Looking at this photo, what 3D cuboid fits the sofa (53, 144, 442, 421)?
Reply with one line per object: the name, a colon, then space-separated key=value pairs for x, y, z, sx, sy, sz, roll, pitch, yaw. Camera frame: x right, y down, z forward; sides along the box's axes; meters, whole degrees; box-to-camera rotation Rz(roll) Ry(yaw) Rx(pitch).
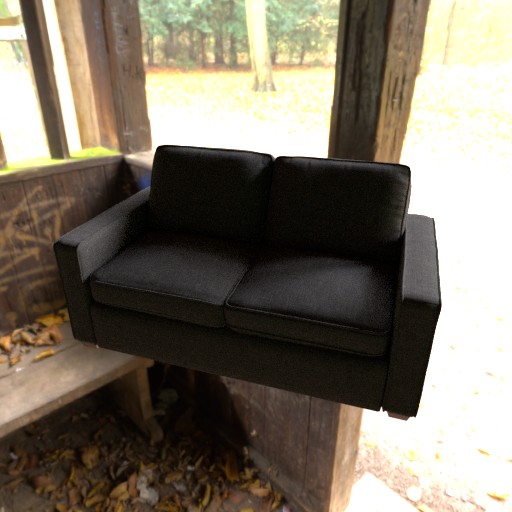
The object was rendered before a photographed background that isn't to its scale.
sofa: x=0.000 y=0.000 z=2.254 sx=1.709 sy=0.918 sz=0.947 roll=8 pitch=28 yaw=16
